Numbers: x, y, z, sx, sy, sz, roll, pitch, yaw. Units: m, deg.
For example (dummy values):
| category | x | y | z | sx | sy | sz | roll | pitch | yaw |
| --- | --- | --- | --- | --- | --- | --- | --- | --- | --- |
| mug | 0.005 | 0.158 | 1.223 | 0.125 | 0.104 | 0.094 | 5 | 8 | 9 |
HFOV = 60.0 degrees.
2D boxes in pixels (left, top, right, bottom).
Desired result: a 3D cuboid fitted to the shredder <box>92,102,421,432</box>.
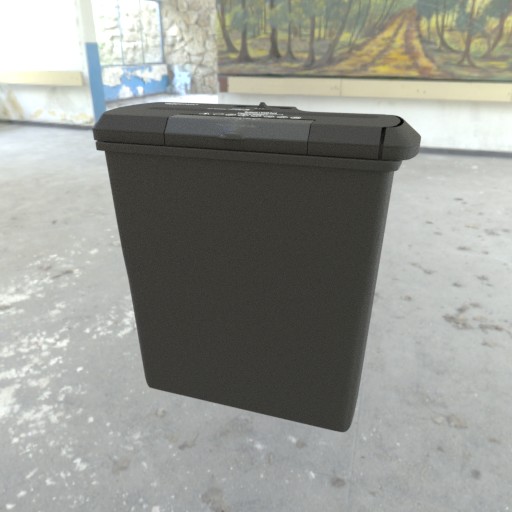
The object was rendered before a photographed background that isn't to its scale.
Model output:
| category | x | y | z | sx | sy | sz | roll | pitch | yaw |
| --- | --- | --- | --- | --- | --- | --- | --- | --- | --- |
| shredder | 0.000 | 0.000 | 0.518 | 0.320 | 0.335 | 0.170 | 8 | 26 | 16 |
